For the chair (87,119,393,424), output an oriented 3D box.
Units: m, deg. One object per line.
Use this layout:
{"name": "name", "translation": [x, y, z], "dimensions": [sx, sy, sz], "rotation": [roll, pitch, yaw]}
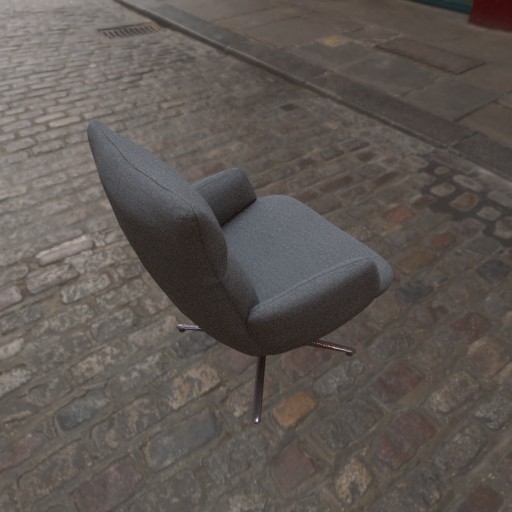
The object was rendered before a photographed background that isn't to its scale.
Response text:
{"name": "chair", "translation": [0.000, 0.000, 1.498], "dimensions": [0.831, 0.984, 0.702], "rotation": [-27, 48, -27]}
